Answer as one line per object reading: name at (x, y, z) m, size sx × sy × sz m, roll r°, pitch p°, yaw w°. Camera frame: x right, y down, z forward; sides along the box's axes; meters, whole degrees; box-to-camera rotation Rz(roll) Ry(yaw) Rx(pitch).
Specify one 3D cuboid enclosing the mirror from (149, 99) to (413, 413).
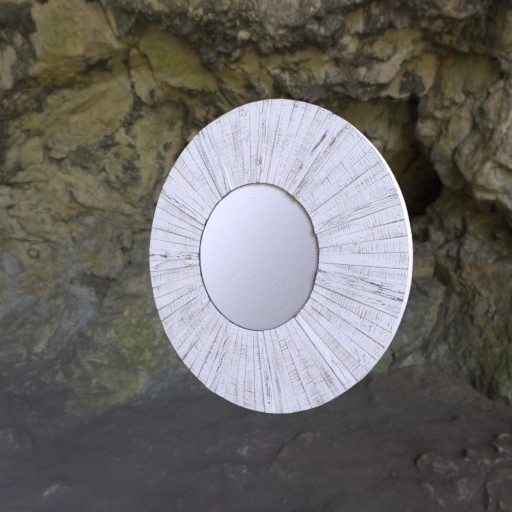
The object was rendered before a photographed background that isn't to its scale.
mirror at (0.000, 0.000, 1.331) m, size 0.914 × 0.914 × 0.038 m, roll 0°, pitch 0°, yaw 36°
